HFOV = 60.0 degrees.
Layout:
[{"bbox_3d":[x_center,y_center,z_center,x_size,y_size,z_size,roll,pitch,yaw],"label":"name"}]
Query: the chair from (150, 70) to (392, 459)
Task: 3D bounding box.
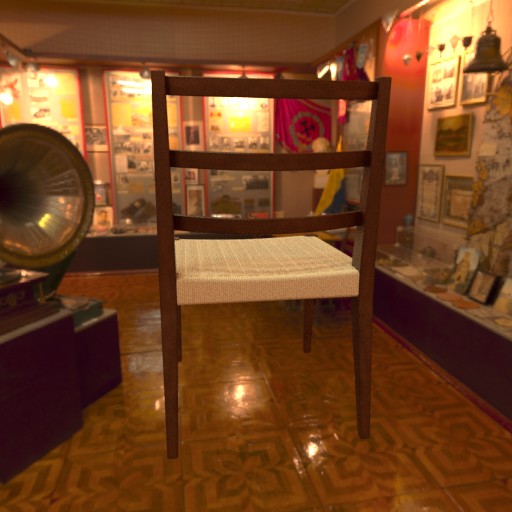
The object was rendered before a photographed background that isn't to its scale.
[{"bbox_3d":[0.000,0.000,1.160,0.480,0.813,0.551,-2,13,-9],"label":"chair"}]
